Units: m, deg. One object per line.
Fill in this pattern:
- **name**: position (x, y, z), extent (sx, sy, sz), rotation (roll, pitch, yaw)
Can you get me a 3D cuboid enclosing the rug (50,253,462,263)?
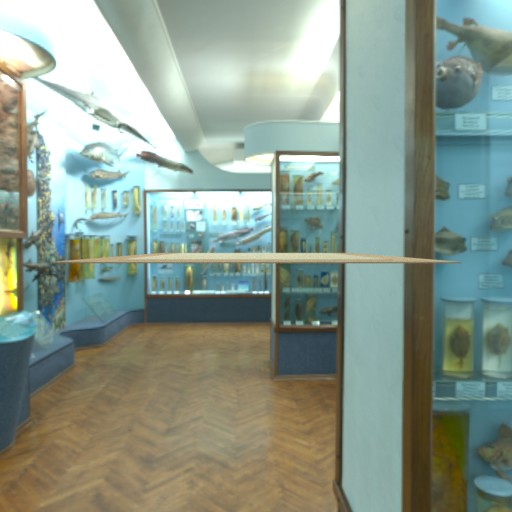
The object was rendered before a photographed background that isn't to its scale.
- **rug**: position (0.000, 0.000, 4.147), extent (2.438, 0.014, 3.048), rotation (0, 1, 0)
